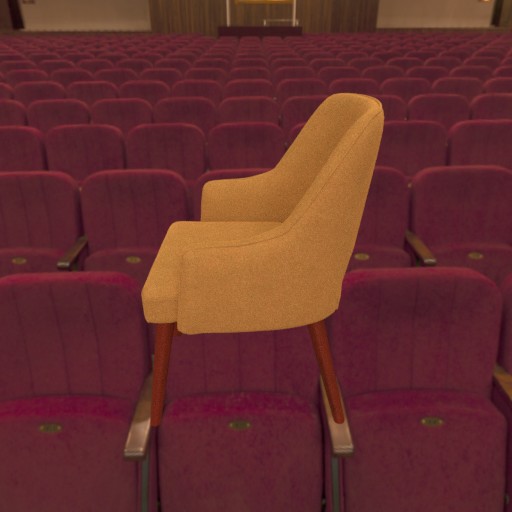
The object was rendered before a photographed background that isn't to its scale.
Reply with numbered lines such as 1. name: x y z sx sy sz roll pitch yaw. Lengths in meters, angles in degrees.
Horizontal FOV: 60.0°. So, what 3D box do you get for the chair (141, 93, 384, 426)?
1. chair: 0.000 0.000 1.261 0.605 0.849 0.548 0 26 0
